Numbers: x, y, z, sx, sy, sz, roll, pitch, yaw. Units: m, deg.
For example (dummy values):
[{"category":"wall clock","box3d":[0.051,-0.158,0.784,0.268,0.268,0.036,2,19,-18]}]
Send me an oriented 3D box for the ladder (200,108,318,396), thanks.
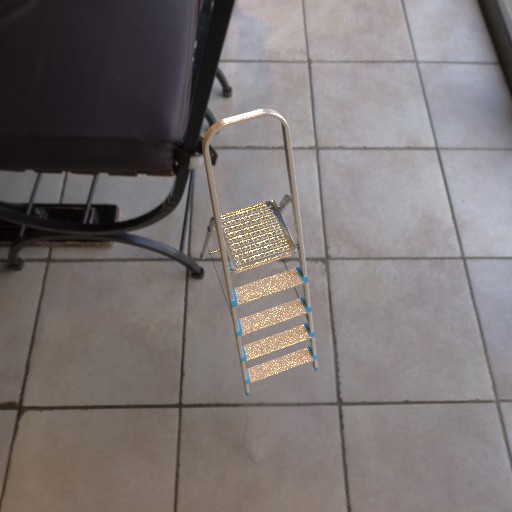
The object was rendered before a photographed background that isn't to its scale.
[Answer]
[{"category":"ladder","box3d":[0.000,0.000,2.137,0.468,1.648,0.990,-18,66,-8]}]
